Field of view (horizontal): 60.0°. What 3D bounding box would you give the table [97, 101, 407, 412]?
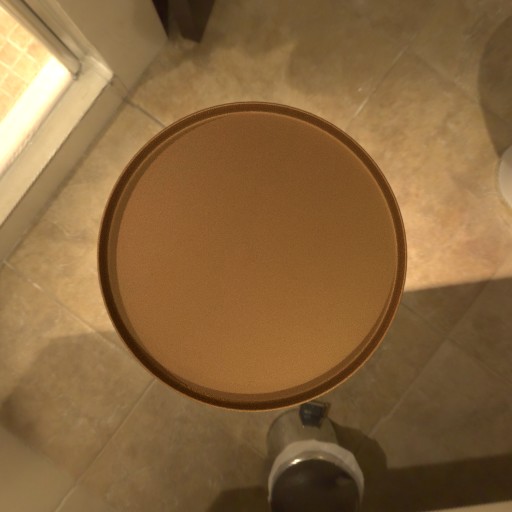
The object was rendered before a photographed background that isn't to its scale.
[{"bbox_3d":[0.000,0.000,0.665,0.299,0.480,0.299,0,90,1],"label":"table"}]
